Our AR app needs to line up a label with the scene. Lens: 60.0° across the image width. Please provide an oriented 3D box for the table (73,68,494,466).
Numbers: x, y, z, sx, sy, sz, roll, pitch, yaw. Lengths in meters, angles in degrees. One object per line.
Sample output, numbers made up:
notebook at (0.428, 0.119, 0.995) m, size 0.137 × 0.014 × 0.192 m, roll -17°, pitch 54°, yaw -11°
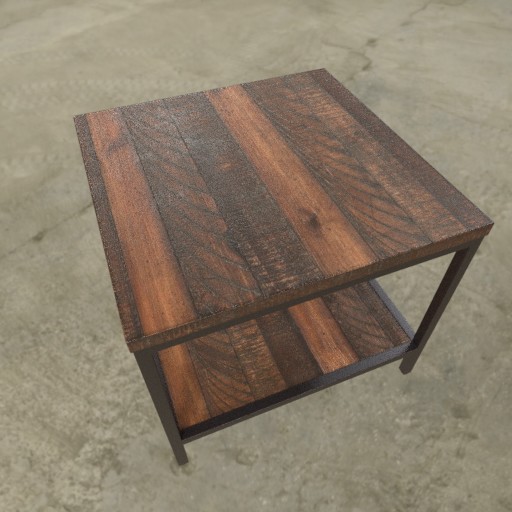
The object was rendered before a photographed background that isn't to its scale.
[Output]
table at (0.000, 0.000, 0.944) m, size 0.553 × 0.482 × 0.548 m, roll -17°, pitch 50°, yaw -14°
